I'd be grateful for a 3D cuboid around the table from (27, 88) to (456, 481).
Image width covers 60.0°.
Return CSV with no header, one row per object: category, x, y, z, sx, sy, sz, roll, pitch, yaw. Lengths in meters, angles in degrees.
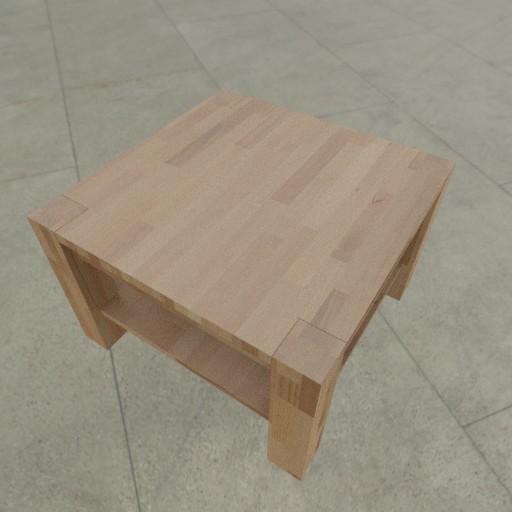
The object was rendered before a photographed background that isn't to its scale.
table,0.000,0.000,1.167,0.700,0.451,0.700,26,51,22
